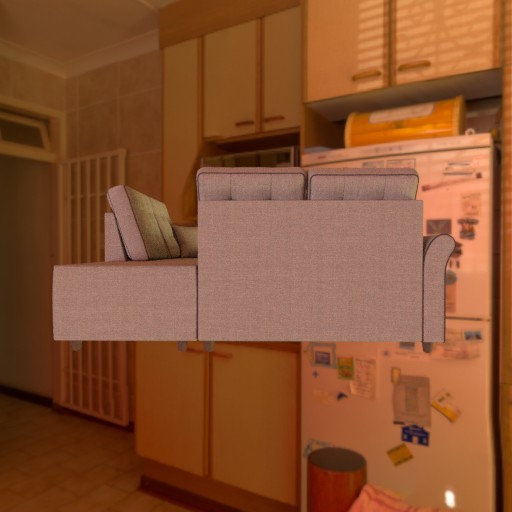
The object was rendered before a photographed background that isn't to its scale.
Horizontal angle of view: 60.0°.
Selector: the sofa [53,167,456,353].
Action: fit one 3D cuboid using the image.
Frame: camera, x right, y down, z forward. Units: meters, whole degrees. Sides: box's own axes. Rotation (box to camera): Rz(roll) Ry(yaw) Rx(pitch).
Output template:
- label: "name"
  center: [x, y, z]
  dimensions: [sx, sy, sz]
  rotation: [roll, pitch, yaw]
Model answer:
- label: "sofa"
  center: [0.000, 0.000, 3.297]
  dimensions: [2.068, 0.988, 2.070]
  rotation: [0, 1, 1]
